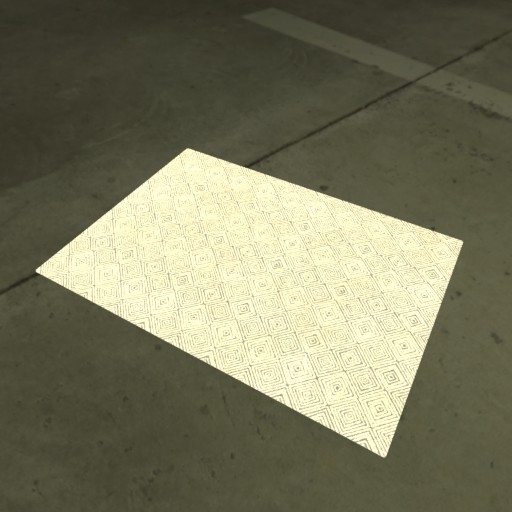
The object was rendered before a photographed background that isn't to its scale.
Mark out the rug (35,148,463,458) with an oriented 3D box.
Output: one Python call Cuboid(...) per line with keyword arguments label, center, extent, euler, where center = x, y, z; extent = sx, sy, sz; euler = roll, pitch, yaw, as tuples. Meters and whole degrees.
Cuboid(label="rug", center=(0.000, 0.000, 2.833), extent=(2.238, 0.008, 1.593), euler=(22, 50, 20))
